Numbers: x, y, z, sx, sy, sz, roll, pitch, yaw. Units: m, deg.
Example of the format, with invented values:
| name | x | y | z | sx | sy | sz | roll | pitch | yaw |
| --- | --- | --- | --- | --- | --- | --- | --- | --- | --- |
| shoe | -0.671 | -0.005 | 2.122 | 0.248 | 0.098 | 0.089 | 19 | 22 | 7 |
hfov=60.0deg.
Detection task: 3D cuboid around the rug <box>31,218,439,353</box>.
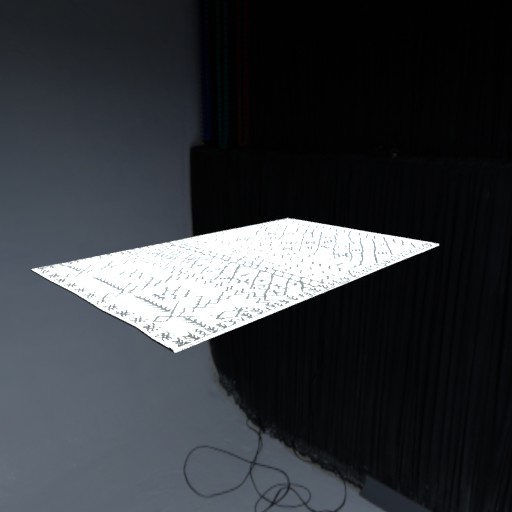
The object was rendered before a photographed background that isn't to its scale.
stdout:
| name | x | y | z | sx | sy | sz | roll | pitch | yaw |
| --- | --- | --- | --- | --- | --- | --- | --- | --- | --- |
| rug | 0.000 | 0.000 | 3.077 | 1.530 | 0.012 | 2.444 | 15 | 21 | 43 |
